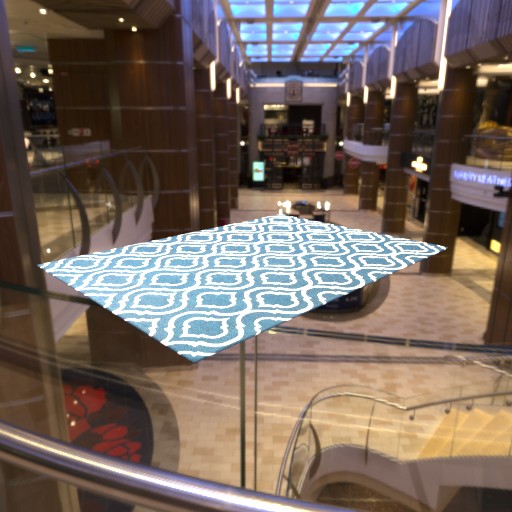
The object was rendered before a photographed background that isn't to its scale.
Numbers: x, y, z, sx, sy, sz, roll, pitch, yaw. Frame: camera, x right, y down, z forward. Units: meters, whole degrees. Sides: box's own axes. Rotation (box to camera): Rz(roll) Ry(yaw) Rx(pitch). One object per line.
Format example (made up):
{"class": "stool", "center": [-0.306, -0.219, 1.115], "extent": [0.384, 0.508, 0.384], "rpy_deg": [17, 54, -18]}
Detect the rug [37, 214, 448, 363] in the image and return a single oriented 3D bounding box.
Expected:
{"class": "rug", "center": [0.000, 0.000, 4.430], "extent": [3.353, 0.010, 2.438], "rpy_deg": [-16, 23, -42]}
